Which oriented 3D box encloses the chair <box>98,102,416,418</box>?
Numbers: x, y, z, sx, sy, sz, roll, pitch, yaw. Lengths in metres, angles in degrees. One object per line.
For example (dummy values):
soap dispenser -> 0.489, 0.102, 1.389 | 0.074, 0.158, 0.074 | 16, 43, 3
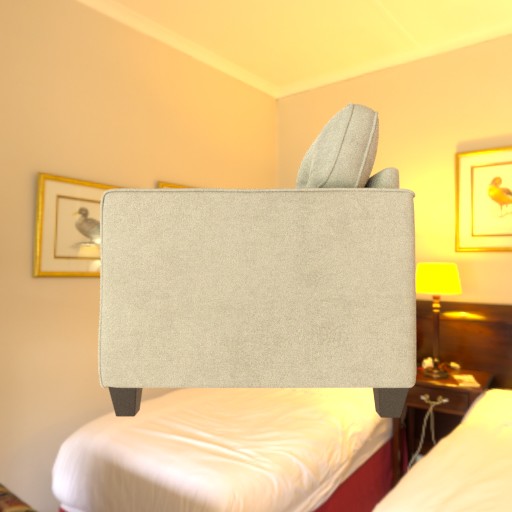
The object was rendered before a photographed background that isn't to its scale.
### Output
chair -> 0.000, 0.000, 1.761 | 0.939, 0.965, 1.015 | 0, -1, 0
